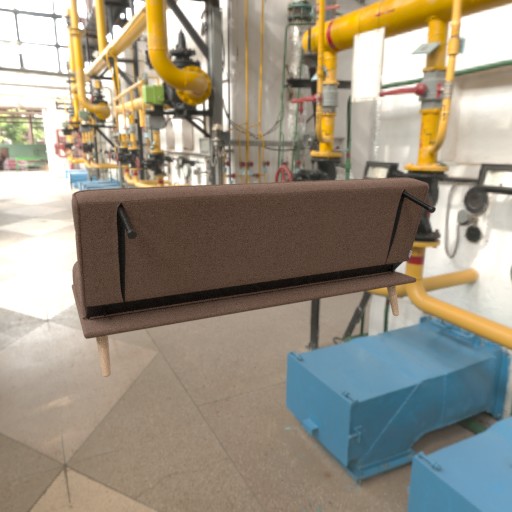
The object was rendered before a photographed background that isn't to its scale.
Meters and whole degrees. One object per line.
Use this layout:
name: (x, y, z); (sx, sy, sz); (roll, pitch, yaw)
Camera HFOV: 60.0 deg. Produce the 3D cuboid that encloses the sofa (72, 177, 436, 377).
sofa: (0.000, 0.000, 2.390); (1.820, 0.810, 1.038); (-7, 15, -25)
